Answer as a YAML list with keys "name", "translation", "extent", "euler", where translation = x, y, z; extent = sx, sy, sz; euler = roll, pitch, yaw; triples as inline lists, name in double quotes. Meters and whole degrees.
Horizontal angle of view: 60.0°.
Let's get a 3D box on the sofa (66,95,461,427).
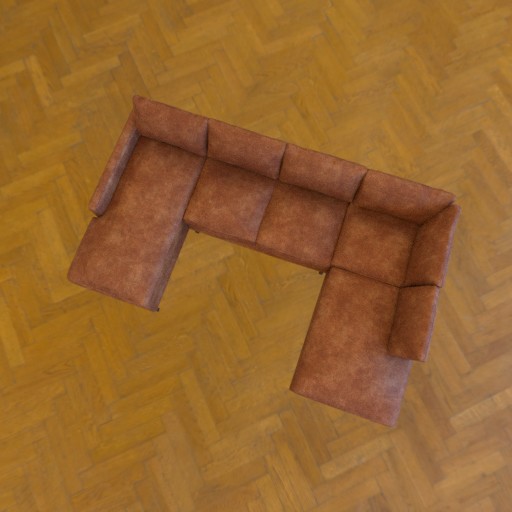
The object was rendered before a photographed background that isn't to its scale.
- name: "sofa"
  translation: [0.000, 0.000, 3.815]
  extent: [2.956, 0.900, 1.939]
  euler: [19, 77, 5]
